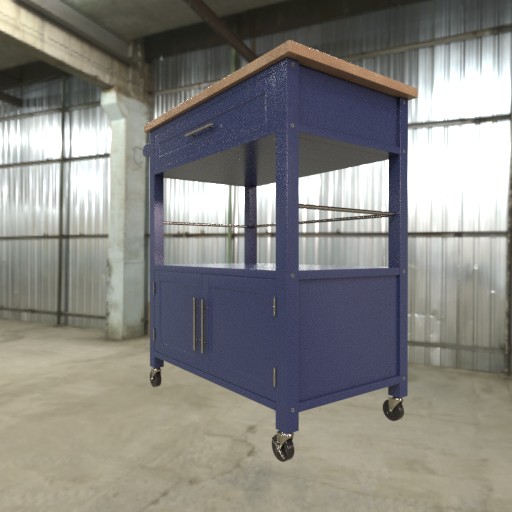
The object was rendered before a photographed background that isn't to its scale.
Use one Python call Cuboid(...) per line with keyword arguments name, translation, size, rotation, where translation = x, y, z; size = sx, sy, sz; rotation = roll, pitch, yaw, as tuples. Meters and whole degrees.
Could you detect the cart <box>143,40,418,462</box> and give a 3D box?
Cuboid(name="cart", translation=(0.000, 0.000, 1.392), size=(0.459, 0.901, 0.840), rotation=(0, 0, -37))
